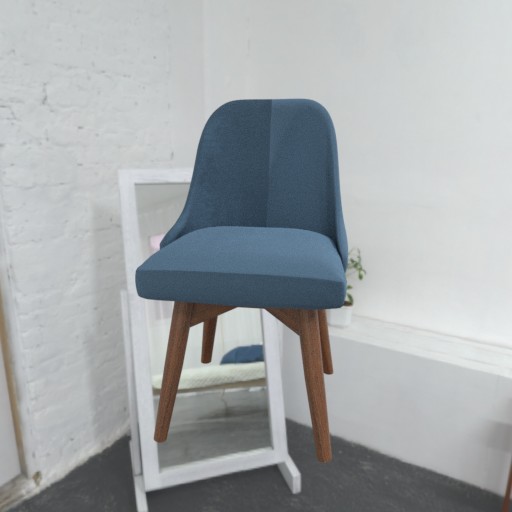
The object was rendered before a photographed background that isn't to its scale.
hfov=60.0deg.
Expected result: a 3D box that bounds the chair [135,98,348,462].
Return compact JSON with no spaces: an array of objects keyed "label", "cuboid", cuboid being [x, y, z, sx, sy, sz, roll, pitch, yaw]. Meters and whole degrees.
[{"label":"chair","cuboid":[0.000,0.000,1.244,0.503,0.882,0.589,3,15,10]}]
